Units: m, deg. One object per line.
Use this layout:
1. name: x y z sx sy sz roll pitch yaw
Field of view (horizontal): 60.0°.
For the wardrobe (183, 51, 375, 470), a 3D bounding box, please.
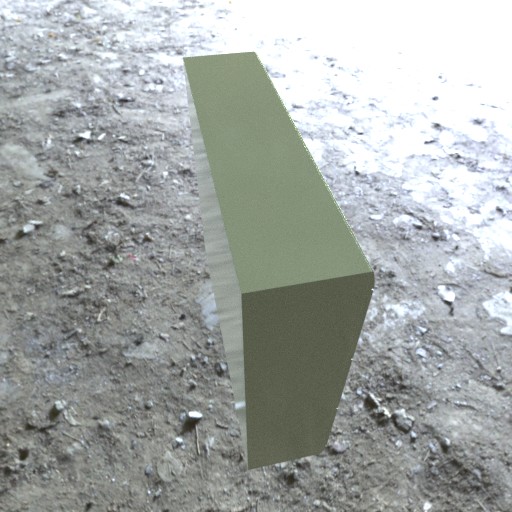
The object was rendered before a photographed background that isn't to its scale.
1. wardrobe: 0.000 0.000 1.928 0.360 1.200 1.340 -9 47 -8
